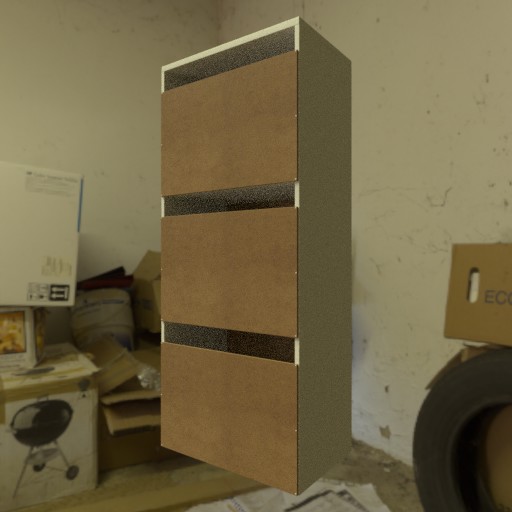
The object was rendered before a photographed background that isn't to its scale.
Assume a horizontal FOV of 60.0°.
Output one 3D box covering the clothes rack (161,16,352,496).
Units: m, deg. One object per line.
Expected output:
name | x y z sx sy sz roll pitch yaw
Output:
clothes rack | 0.000 0.000 1.374 0.500 1.187 0.331 0 0 36
